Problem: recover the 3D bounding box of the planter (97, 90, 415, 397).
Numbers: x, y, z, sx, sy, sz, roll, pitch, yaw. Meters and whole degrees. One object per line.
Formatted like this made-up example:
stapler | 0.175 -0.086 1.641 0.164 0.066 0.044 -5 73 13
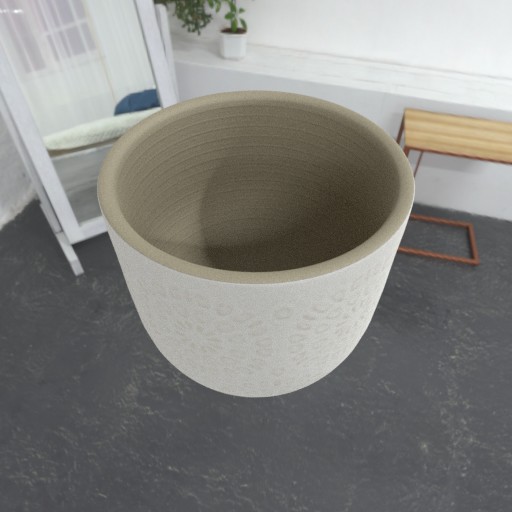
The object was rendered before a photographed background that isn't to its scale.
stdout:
planter | 0.000 0.000 0.217 0.124 0.109 0.124 0 47 0
